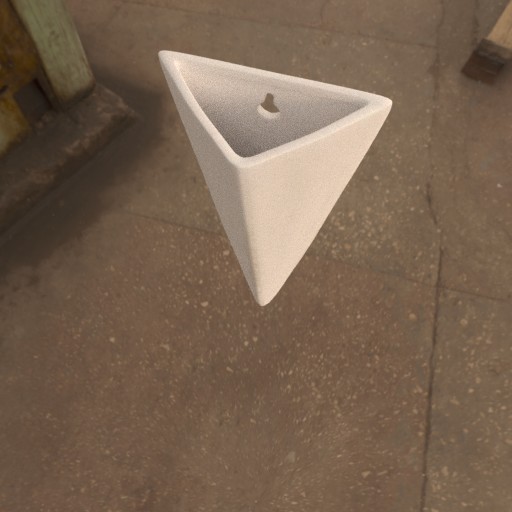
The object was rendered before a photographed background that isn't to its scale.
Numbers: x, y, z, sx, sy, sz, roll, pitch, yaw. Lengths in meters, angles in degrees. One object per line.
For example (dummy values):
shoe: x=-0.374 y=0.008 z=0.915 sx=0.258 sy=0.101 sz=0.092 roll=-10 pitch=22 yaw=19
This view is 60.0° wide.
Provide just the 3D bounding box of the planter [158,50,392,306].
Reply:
planter: x=0.000 y=0.000 z=0.392 sx=0.143 sy=0.338 sz=0.065 roll=15 pitch=62 yaw=8
